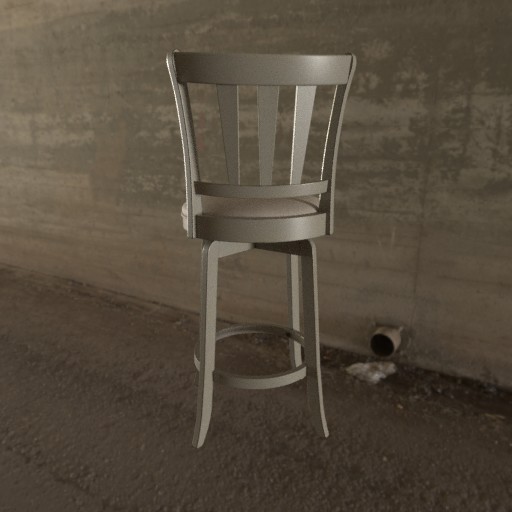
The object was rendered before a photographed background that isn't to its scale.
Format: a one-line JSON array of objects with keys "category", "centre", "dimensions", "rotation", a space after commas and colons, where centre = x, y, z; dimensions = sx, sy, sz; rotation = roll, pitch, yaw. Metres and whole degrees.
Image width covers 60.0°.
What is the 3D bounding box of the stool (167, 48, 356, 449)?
[{"category": "stool", "centre": [0.000, 0.000, 1.285], "dimensions": [0.436, 1.042, 0.475], "rotation": [-2, 15, -7]}]
